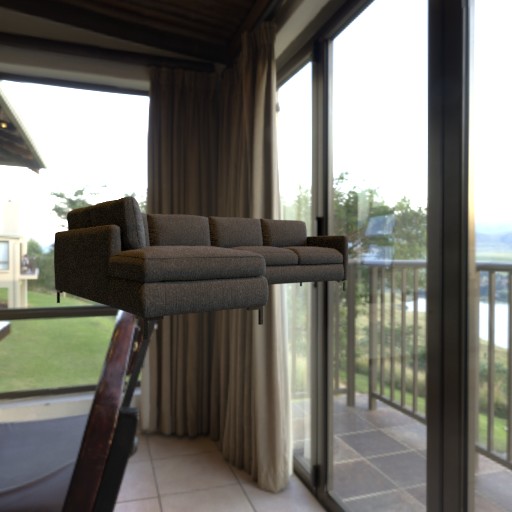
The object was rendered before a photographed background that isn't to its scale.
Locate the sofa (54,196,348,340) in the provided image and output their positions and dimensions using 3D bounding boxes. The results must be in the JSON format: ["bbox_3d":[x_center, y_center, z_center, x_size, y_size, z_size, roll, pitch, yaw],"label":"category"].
[{"bbox_3d":[0.000,0.000,3.911,2.949,0.815,2.007,-1,1,-37],"label":"sofa"}]
